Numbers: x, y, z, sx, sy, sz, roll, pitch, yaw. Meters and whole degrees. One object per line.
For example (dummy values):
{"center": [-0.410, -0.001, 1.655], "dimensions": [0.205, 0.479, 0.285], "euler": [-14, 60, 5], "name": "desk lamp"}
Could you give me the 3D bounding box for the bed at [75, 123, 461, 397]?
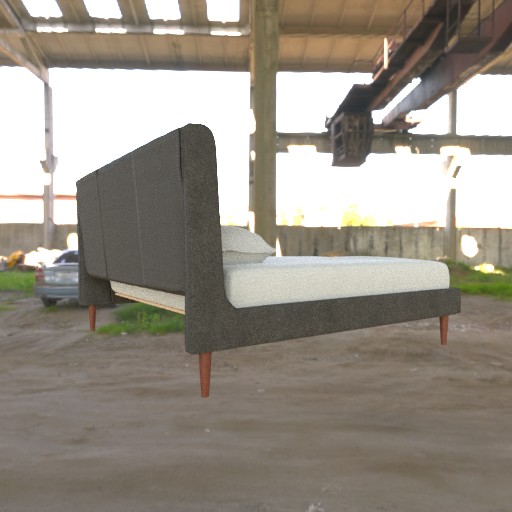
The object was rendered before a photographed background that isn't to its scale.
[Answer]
{"center": [0.000, 0.000, 2.541], "dimensions": [1.638, 0.933, 1.531], "euler": [-1, 1, -35], "name": "bed"}
